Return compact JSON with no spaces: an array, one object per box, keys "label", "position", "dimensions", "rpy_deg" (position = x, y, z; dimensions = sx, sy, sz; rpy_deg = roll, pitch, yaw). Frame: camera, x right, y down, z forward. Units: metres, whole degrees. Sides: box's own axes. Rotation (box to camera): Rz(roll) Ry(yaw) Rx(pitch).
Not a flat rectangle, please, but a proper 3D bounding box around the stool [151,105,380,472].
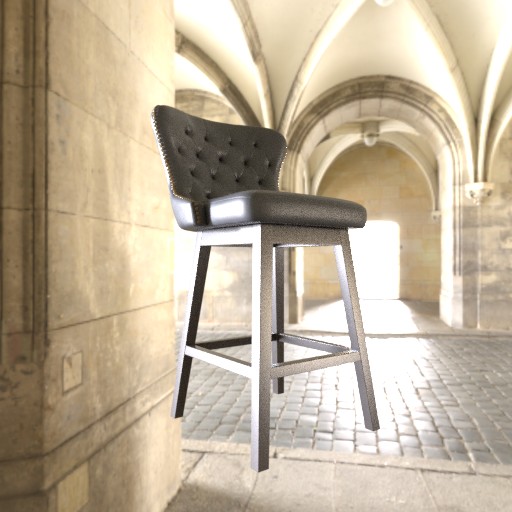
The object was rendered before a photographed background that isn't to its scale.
[{"label":"stool","position":[0.000,0.000,1.355],"dimensions":[0.528,0.971,0.593],"rpy_deg":[0,-1,-37]}]
